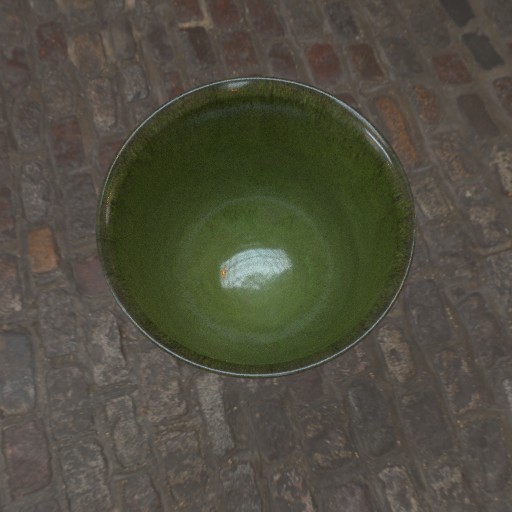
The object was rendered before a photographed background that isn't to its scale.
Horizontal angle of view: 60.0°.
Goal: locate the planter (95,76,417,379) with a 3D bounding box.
[{"bbox_3d":[0.000,0.000,0.496,0.266,0.270,0.266,0,74,0],"label":"planter"}]
